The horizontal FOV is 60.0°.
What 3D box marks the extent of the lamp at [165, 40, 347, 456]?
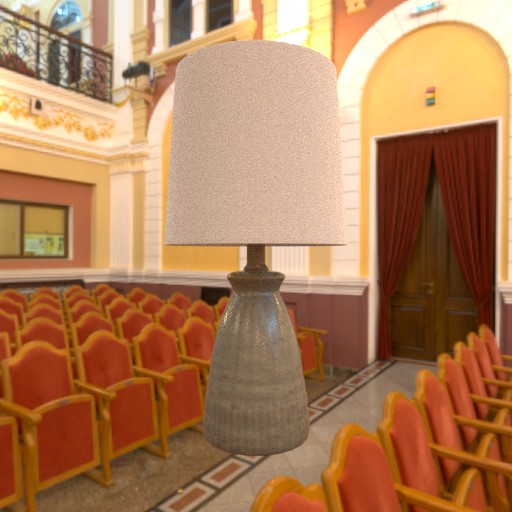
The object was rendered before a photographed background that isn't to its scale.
[{"bbox_3d":[0.000,0.000,0.460,0.186,0.369,0.186,0,1,0],"label":"lamp"}]
